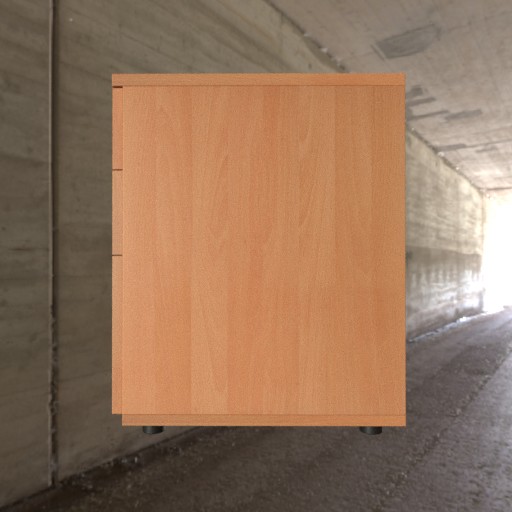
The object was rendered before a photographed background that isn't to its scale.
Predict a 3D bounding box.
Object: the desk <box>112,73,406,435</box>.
[{"bbox_3d":[0.000,0.000,1.088,0.600,0.730,0.404,0,0,0],"label":"desk"}]
